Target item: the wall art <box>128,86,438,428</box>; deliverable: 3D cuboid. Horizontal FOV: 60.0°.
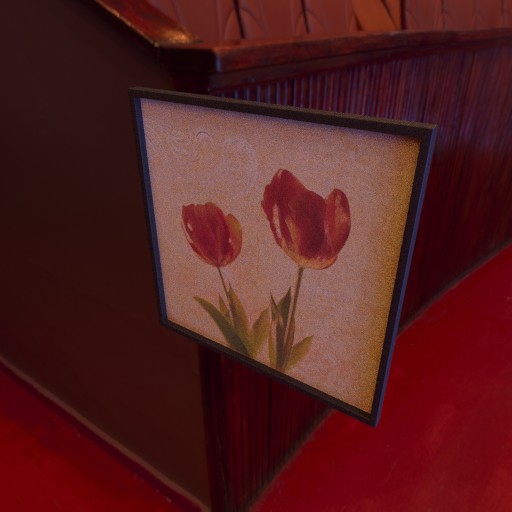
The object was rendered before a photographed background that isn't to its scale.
[{"bbox_3d":[0.000,0.000,1.215,0.805,0.807,0.043,18,34,29],"label":"wall art"}]
